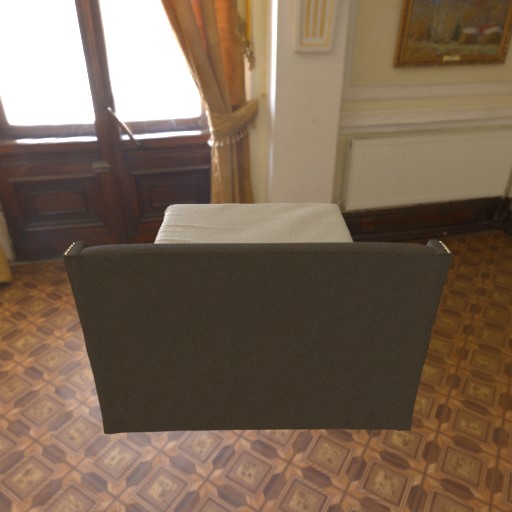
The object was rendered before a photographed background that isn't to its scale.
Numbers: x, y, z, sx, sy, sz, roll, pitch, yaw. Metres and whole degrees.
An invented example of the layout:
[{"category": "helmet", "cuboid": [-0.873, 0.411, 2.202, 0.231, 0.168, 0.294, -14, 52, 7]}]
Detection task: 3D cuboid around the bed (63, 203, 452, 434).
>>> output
[{"category": "bed", "cuboid": [0.000, 0.000, 3.434, 1.925, 1.332, 2.276, 0, 30, -1]}]
